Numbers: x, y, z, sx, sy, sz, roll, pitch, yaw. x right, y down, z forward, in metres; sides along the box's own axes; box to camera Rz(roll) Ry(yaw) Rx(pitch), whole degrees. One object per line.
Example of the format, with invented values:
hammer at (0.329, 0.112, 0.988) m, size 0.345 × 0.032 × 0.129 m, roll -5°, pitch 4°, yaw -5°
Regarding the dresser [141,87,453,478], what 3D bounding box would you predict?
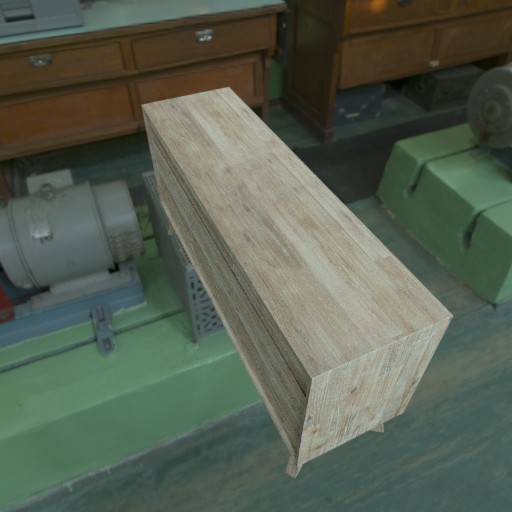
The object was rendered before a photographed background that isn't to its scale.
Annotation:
dresser at (0.000, 0.000, 1.951) m, size 0.455 × 0.788 × 1.602 m, roll -19°, pitch 48°, yaw -18°
